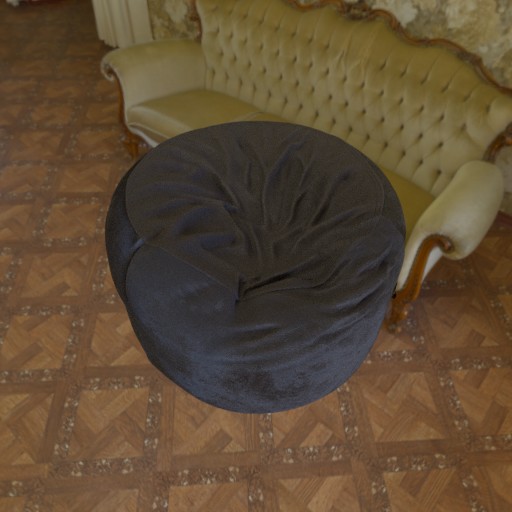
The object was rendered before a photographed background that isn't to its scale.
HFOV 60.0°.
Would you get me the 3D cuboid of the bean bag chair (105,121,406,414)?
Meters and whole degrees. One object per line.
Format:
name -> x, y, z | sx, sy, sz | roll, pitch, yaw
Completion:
bean bag chair -> 0.000, 0.000, 1.485 | 0.918, 0.605, 0.918 | 0, 46, 0
